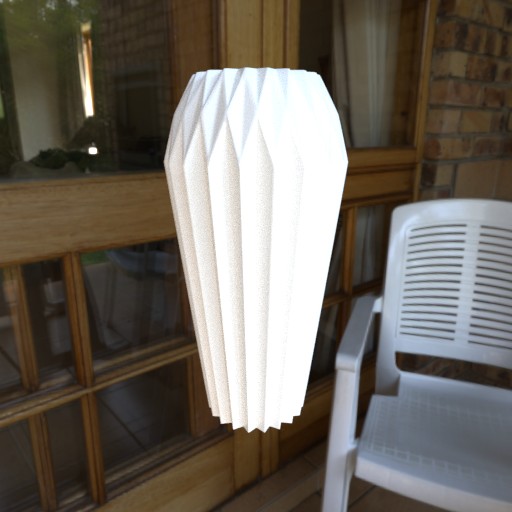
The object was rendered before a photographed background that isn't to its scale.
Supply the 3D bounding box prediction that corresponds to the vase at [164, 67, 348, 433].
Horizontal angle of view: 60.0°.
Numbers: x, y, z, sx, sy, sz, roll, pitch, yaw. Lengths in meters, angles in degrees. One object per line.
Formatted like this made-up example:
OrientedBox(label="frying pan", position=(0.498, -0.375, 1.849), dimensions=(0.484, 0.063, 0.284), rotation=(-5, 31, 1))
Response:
OrientedBox(label="vase", position=(0.000, 0.000, 0.347), dimensions=(0.133, 0.263, 0.133), rotation=(0, 16, 0))
